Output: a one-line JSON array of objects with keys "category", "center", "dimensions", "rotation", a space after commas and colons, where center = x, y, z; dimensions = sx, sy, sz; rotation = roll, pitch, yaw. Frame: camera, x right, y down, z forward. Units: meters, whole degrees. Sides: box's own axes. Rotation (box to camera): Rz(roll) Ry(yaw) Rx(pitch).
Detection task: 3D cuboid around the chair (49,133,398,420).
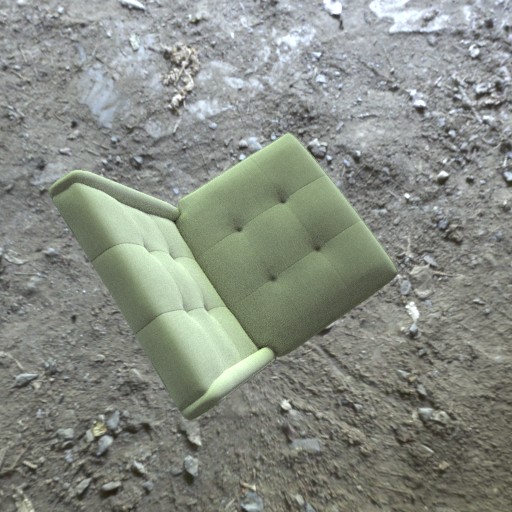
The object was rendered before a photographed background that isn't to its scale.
[{"category": "chair", "center": [0.000, 0.000, 1.298], "dimensions": [0.676, 0.853, 0.569], "rotation": [-33, 78, -8]}]
